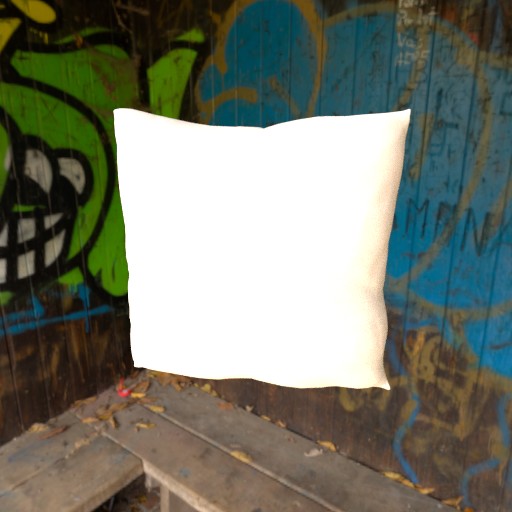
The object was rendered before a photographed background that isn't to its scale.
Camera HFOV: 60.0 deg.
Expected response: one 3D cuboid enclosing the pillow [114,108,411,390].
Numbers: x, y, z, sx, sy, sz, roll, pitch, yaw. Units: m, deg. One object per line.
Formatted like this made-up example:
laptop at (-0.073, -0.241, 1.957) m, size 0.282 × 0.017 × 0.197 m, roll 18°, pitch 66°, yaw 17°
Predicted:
pillow at (0.000, 0.000, 0.704) m, size 0.450 × 0.448 × 0.245 m, roll 2°, pitch 16°, yaw 8°
